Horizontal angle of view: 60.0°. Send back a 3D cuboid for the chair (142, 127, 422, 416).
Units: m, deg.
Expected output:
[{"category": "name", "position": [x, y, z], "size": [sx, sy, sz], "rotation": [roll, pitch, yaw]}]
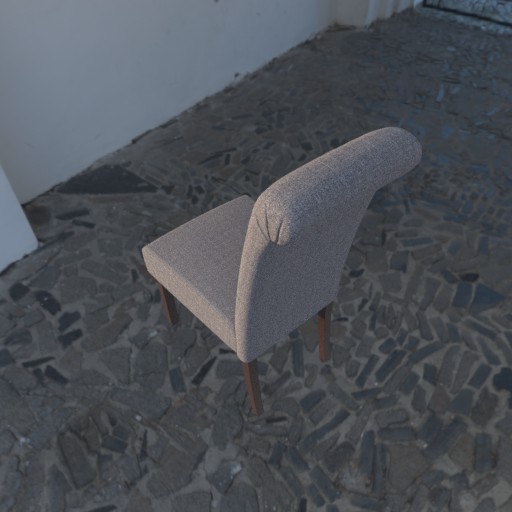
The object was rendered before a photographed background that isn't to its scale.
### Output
[{"category": "chair", "position": [0.000, 0.000, 1.374], "size": [0.456, 1.006, 0.671], "rotation": [-31, 53, -27]}]
